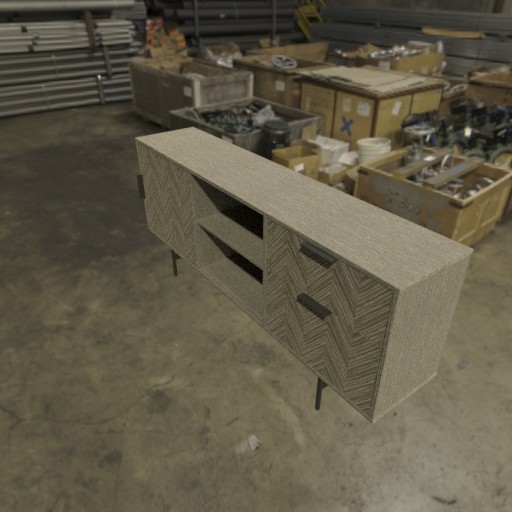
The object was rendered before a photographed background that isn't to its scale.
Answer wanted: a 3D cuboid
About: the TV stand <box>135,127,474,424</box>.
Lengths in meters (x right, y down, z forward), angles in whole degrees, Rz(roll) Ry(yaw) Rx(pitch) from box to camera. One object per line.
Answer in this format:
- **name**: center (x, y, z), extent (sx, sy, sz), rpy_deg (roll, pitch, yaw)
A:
- **TV stand**: center (0.000, 0.000, 2.146), extent (0.405, 0.787, 1.804), rpy_deg (-21, 37, -31)
